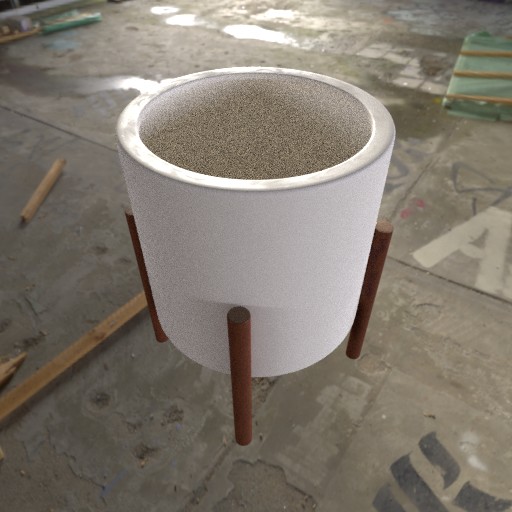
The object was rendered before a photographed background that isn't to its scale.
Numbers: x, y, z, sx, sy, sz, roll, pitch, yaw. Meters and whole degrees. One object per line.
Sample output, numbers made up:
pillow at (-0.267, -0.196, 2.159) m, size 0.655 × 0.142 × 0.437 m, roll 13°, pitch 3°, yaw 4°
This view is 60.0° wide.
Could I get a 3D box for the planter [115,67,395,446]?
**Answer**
planter at (0.000, 0.000, 0.872) m, size 0.421 × 0.581 × 0.420 m, roll -27°, pitch 49°, yaw -26°
